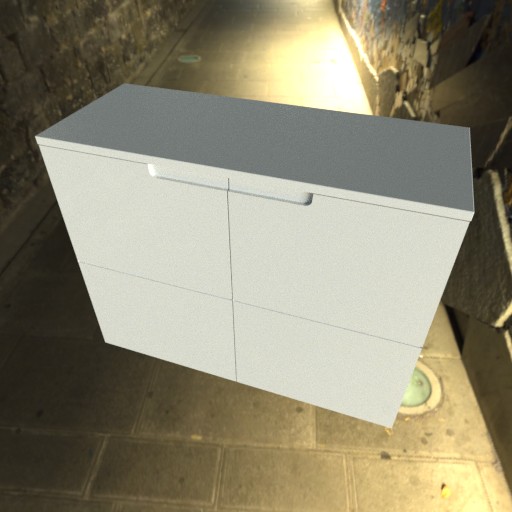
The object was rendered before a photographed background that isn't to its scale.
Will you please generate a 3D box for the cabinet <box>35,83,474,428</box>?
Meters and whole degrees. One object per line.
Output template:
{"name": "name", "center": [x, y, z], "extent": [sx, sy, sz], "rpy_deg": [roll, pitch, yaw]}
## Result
{"name": "cabinet", "center": [0.000, 0.000, 1.353], "extent": [1.000, 0.800, 0.400], "rpy_deg": [13, 41, 15]}
